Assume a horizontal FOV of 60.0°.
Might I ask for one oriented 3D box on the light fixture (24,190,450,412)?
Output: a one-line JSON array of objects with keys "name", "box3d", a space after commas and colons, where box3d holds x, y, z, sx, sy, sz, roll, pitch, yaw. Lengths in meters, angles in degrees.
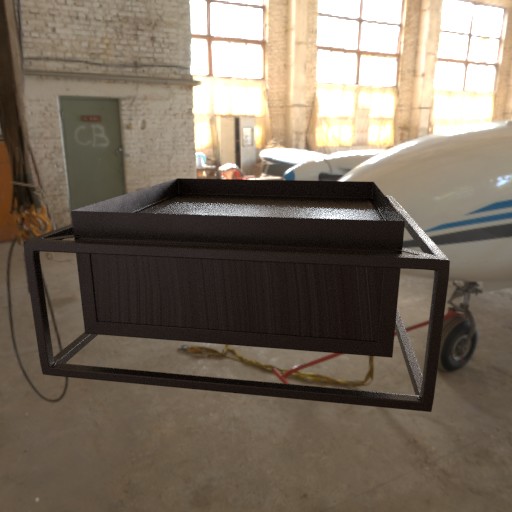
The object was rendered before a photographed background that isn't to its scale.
[{"name": "light fixture", "box3d": [0.000, 0.000, 0.674, 0.441, 0.191, 0.441, 3, 16, 9]}]
